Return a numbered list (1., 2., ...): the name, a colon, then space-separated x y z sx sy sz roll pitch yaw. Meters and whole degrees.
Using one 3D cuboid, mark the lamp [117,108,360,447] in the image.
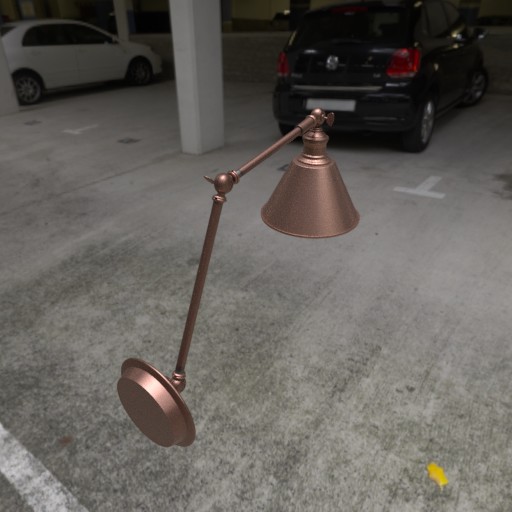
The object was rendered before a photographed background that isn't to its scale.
1. lamp: 0.000 0.000 0.881 0.223 0.502 0.624 22 37 31
